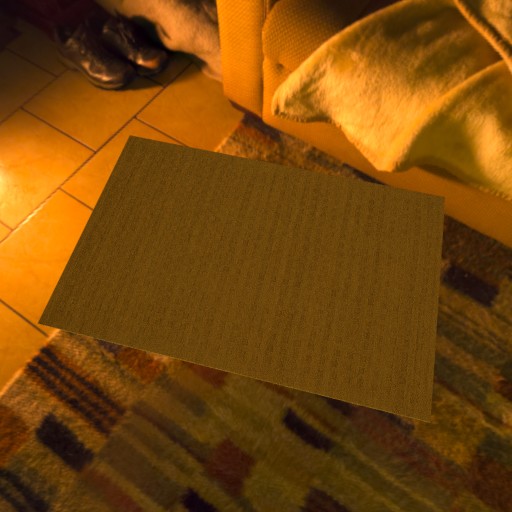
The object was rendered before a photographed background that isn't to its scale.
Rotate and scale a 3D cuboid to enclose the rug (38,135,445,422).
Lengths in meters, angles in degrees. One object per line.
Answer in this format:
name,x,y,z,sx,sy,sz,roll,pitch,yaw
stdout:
rug,0.000,0.000,2.161,1.752,0.006,1.142,12,64,6
